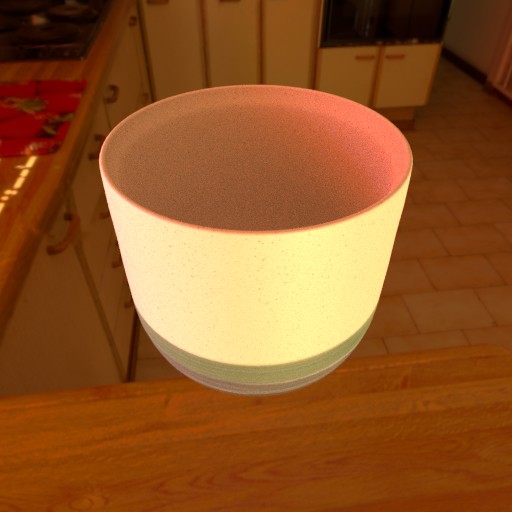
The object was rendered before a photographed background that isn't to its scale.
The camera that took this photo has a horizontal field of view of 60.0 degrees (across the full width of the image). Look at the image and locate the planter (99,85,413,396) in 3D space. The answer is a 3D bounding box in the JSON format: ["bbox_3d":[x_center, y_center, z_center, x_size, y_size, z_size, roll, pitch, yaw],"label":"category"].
[{"bbox_3d":[0.000,0.000,0.476,0.268,0.270,0.268,0,41,0],"label":"planter"}]
